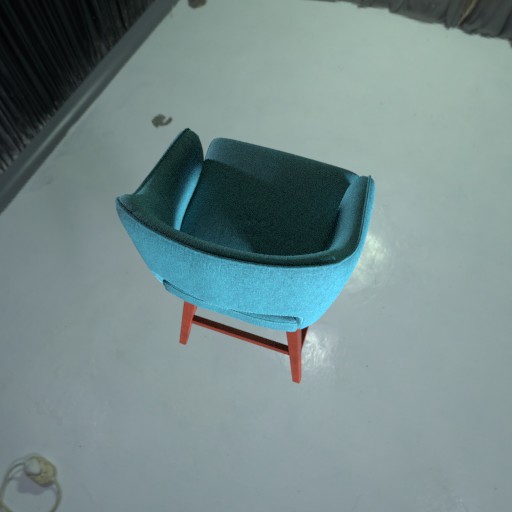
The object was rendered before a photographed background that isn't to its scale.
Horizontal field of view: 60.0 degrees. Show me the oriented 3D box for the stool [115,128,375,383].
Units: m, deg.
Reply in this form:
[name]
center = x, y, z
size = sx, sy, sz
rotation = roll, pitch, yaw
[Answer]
[stool]
center = 0.000, 0.000, 1.307
size = 0.548, 0.961, 0.556
rotation = 17, 64, 9
